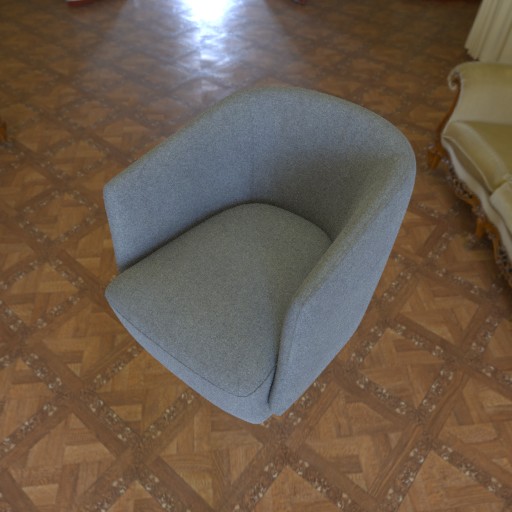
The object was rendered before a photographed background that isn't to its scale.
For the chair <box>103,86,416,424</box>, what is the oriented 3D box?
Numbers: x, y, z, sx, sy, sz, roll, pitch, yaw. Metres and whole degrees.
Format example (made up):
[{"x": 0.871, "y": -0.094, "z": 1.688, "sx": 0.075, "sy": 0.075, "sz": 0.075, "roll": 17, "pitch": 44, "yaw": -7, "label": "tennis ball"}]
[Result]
[{"x": 0.000, "y": 0.000, "z": 1.639, "sx": 0.822, "sy": 0.861, "sz": 0.986, "roll": 30, "pitch": 53, "yaw": 25, "label": "chair"}]
